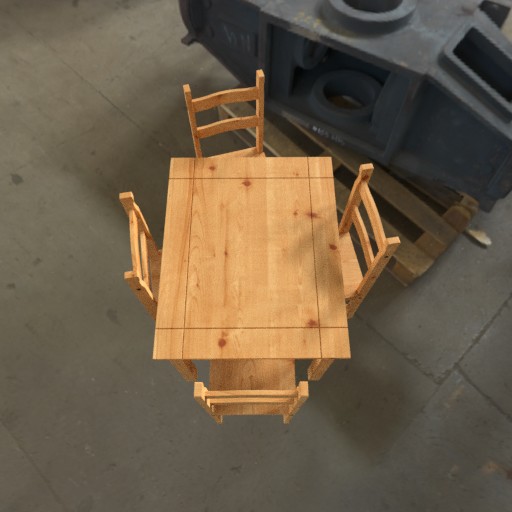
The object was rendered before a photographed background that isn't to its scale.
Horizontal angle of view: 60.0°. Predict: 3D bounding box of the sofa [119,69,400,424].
[{"bbox_3d":[0.000,0.000,2.259,1.144,1.000,1.529,0,65,0],"label":"sofa"}]
